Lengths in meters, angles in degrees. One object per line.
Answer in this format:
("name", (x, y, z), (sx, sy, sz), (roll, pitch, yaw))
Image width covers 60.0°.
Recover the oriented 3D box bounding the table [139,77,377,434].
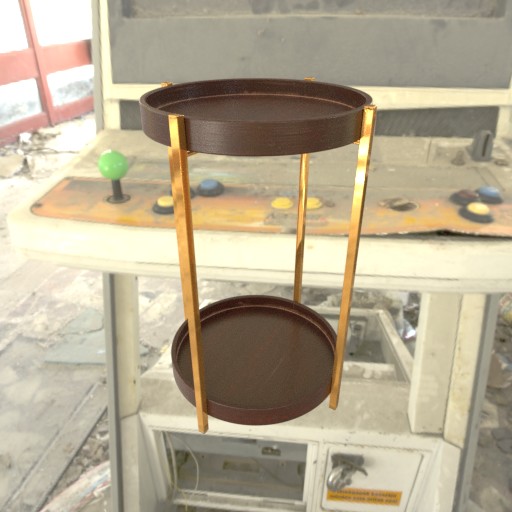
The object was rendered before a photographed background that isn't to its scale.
("table", (0.000, 0.000, 0.868), (0.400, 0.610, 0.400), (18, 34, 28))
